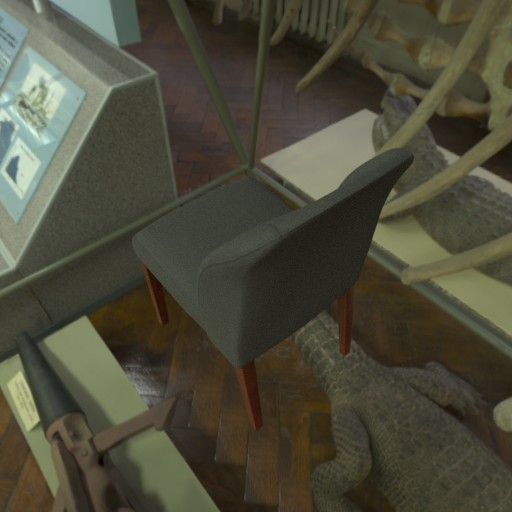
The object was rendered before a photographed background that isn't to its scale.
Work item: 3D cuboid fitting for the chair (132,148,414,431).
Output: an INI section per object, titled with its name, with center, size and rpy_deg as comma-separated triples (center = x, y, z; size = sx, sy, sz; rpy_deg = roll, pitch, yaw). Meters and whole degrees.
[chair]
center = 0.000, 0.000, 1.268
size = 0.506, 0.879, 0.619
rpy_deg = -32, 54, -26
